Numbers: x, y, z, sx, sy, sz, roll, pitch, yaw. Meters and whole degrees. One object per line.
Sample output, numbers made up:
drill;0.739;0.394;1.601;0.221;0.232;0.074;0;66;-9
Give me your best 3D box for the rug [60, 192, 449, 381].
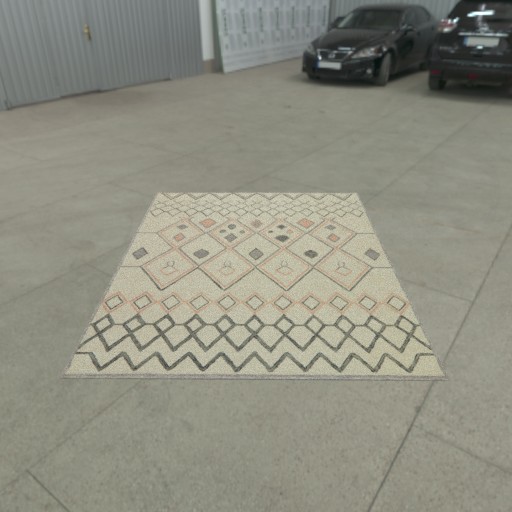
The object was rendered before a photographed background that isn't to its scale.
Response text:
rug;0.000;0.000;4.084;2.441;0.016;3.050;0;30;0
